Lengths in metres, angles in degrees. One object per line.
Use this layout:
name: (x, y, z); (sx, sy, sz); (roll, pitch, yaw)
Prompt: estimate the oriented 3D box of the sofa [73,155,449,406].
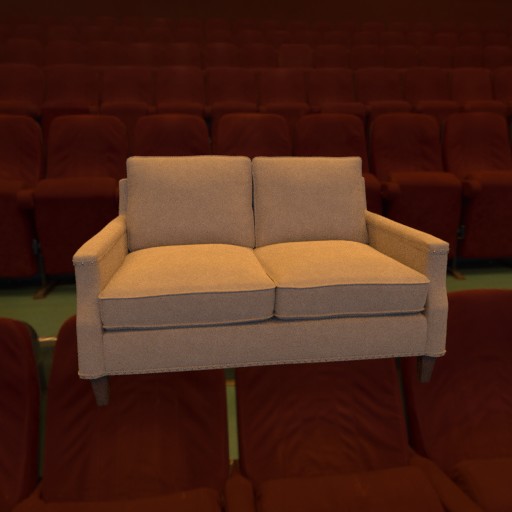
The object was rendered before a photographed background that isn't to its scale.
sofa: (0.000, 0.000, 2.304); (1.597, 1.002, 1.084); (-2, 15, -7)
